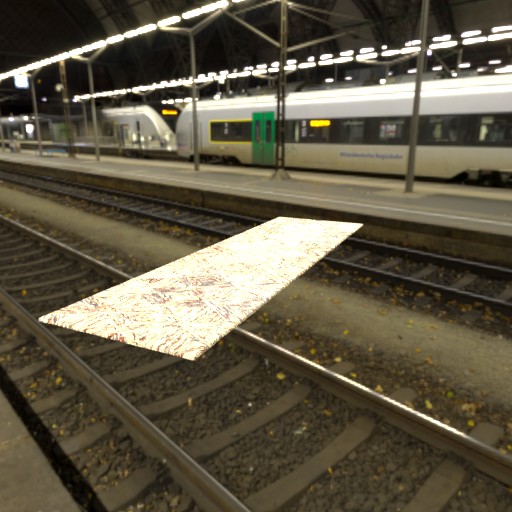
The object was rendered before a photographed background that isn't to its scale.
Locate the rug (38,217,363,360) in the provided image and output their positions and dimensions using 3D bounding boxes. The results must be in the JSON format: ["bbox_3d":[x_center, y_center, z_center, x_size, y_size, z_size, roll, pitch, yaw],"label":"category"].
[{"bbox_3d":[0.000,0.000,2.487,0.688,0.015,2.292,7,17,25],"label":"rug"}]
